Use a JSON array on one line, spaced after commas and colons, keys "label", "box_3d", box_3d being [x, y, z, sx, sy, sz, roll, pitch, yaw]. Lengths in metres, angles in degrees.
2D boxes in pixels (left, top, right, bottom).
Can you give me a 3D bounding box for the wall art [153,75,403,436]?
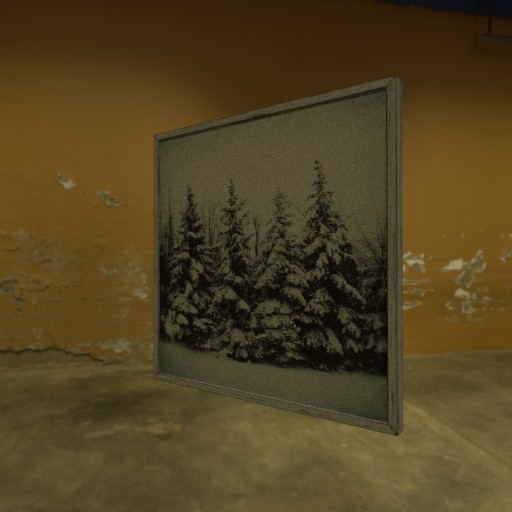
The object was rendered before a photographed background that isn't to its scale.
[{"label": "wall art", "box_3d": [0.000, 0.000, 1.172, 0.761, 0.761, 0.037, 0, -1, 36]}]
